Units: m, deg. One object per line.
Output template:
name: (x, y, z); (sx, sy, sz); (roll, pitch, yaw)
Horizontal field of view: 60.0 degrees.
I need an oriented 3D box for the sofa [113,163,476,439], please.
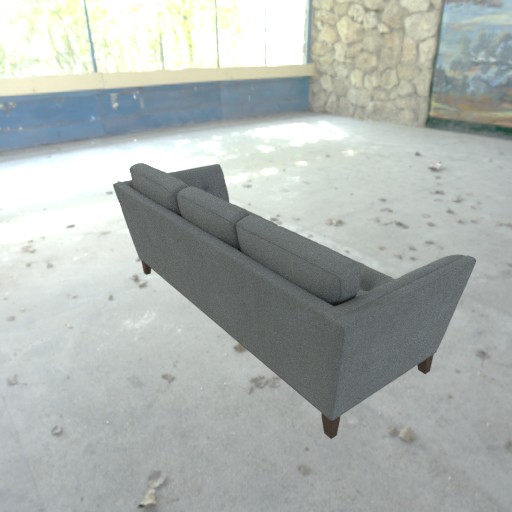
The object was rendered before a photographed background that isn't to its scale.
sofa: (0.000, 0.000, 2.931); (0.965, 0.940, 2.387); (-18, 31, -33)
